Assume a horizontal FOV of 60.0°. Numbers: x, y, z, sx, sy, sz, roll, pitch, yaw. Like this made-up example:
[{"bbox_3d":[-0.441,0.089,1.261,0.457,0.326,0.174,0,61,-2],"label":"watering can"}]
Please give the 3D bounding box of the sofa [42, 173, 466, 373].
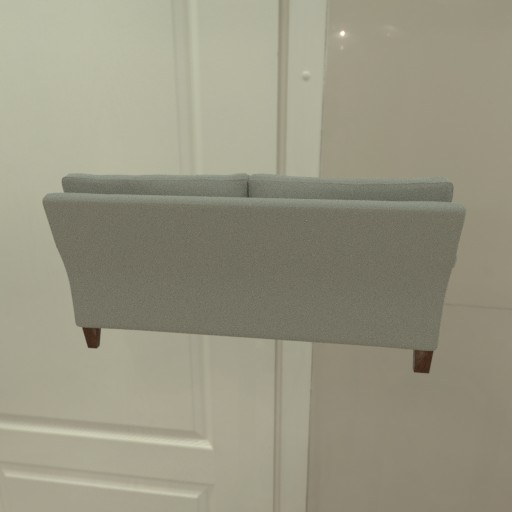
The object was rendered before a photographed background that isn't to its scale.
[{"bbox_3d":[0.000,0.000,2.800,2.193,1.096,1.069,2,17,8],"label":"sofa"}]
